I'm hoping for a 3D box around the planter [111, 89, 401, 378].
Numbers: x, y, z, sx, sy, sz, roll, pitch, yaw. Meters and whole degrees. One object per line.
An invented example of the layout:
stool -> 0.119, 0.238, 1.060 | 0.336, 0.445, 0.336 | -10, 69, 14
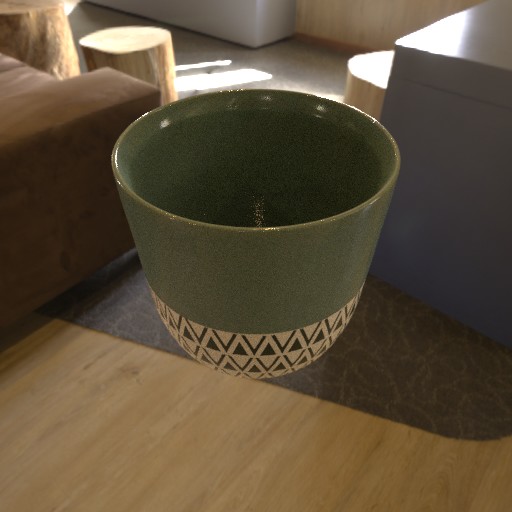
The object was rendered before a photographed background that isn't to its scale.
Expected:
planter -> 0.000, 0.000, 0.383 | 0.198, 0.214, 0.198 | 0, 42, 0
